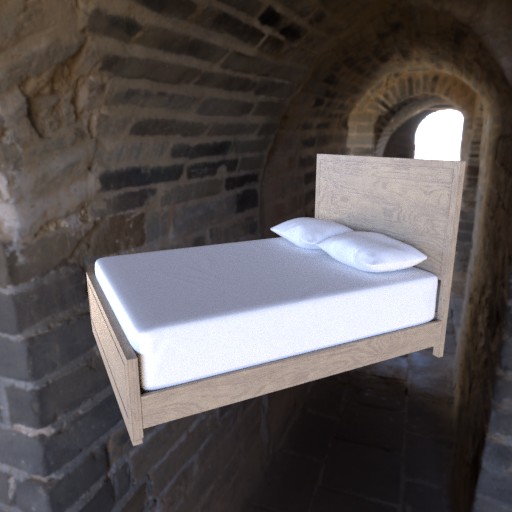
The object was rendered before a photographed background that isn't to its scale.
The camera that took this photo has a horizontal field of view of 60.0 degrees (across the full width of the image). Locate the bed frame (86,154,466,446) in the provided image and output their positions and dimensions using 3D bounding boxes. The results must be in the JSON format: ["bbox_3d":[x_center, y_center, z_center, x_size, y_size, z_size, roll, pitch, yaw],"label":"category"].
[{"bbox_3d":[0.000,0.000,3.219,2.189,1.369,1.606,-7,17,-26],"label":"bed frame"}]
